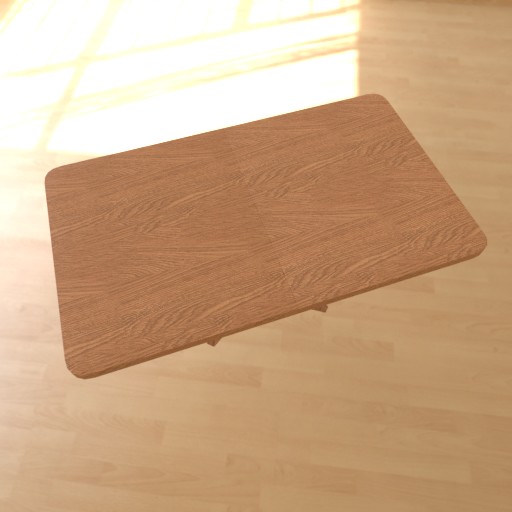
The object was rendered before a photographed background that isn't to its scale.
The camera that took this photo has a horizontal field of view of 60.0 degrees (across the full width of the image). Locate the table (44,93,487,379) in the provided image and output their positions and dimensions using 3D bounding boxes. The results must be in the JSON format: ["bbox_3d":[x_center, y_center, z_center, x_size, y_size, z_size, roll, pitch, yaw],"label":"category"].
[{"bbox_3d":[0.000,0.000,2.119,1.600,0.770,0.950,-16,60,-10],"label":"table"}]
